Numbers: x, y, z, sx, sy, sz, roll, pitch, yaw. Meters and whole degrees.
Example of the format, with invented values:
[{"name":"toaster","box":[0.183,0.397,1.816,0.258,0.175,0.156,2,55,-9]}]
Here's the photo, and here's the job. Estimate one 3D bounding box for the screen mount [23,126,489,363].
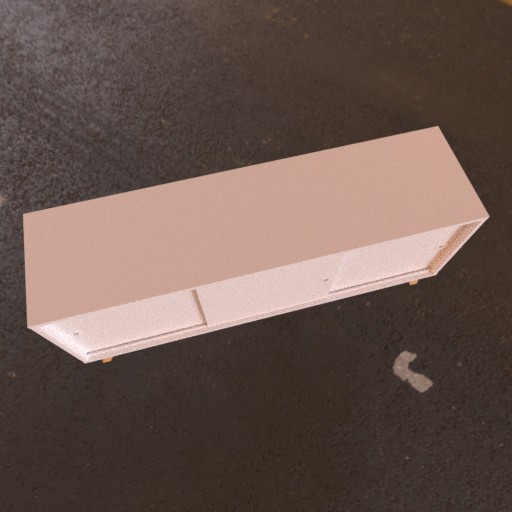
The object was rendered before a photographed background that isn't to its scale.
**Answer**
[{"name":"screen mount","box":[0.000,0.000,1.744,1.490,0.619,0.400,-13,65,-6]}]
